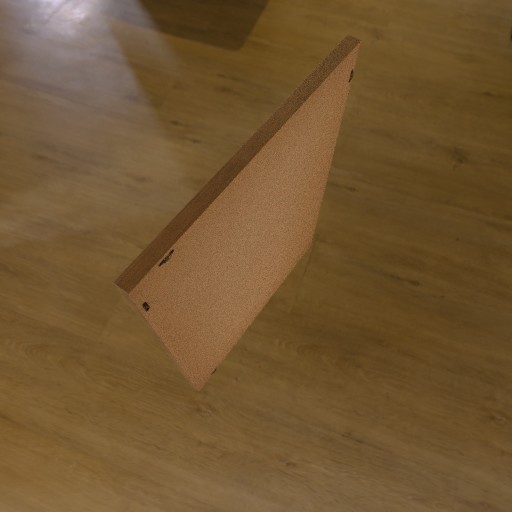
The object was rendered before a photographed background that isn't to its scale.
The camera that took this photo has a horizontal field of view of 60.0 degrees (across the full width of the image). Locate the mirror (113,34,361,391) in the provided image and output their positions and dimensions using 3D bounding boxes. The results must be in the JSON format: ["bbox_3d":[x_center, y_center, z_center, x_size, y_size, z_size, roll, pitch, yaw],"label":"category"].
[{"bbox_3d":[0.000,0.000,1.333,0.041,1.016,0.762,34,69,15],"label":"mirror"}]
